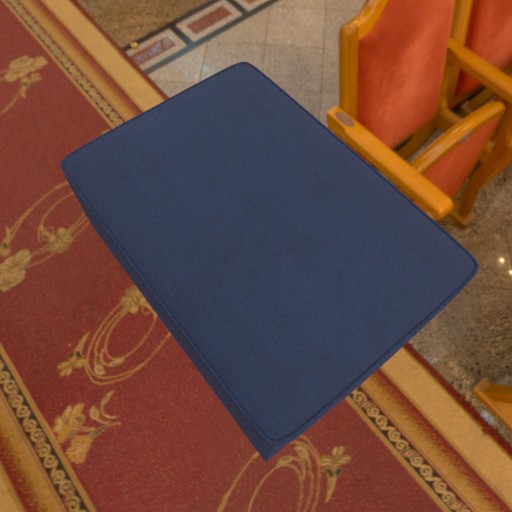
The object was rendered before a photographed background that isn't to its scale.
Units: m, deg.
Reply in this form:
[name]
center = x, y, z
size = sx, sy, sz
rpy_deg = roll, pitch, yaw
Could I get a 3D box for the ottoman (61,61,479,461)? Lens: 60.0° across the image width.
[ottoman]
center = 0.000, 0.000, 1.374
size = 0.686, 0.584, 0.965
rpy_deg = -35, 68, -17
